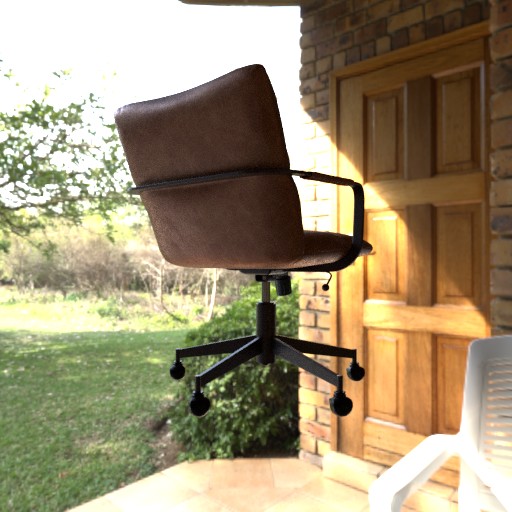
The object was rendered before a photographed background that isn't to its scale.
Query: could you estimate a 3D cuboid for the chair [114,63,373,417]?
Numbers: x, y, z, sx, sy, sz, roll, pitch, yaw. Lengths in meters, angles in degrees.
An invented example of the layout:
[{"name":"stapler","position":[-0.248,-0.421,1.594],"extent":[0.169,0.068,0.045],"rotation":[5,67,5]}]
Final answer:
[{"name":"chair","position":[0.000,0.000,1.491],"extent":[0.727,0.922,0.754],"rotation":[0,-1,36]}]
